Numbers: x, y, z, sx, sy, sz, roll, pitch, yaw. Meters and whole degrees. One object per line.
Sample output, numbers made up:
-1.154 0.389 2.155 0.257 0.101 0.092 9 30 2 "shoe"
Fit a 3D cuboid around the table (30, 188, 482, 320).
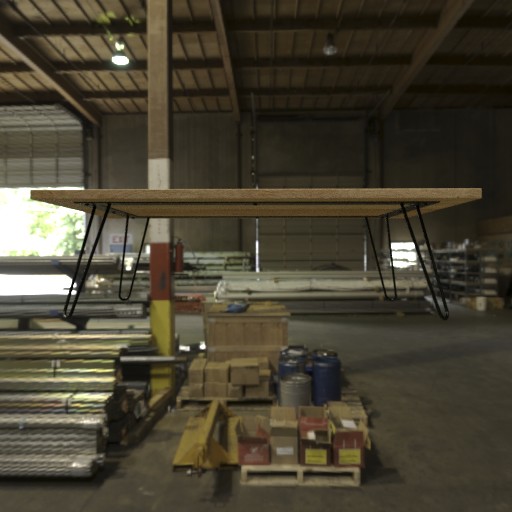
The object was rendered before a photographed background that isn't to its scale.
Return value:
0.000 0.000 1.671 1.348 0.400 0.699 0 0 1 "table"
